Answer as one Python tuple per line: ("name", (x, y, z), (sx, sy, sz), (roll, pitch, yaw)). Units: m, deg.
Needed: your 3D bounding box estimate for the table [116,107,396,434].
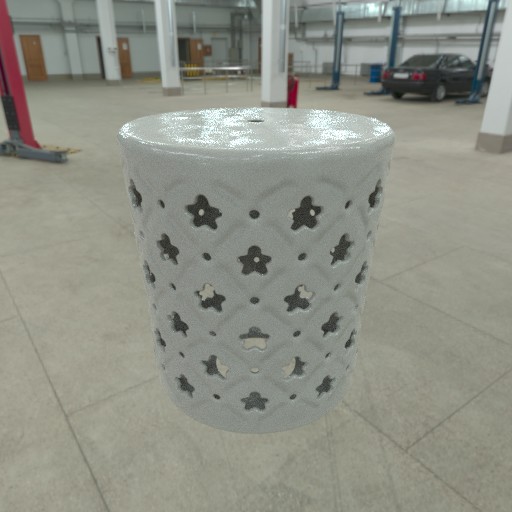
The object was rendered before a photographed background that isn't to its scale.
("table", (0.000, 0.000, 0.655), (0.352, 0.387, 0.352), (0, 25, 0))
